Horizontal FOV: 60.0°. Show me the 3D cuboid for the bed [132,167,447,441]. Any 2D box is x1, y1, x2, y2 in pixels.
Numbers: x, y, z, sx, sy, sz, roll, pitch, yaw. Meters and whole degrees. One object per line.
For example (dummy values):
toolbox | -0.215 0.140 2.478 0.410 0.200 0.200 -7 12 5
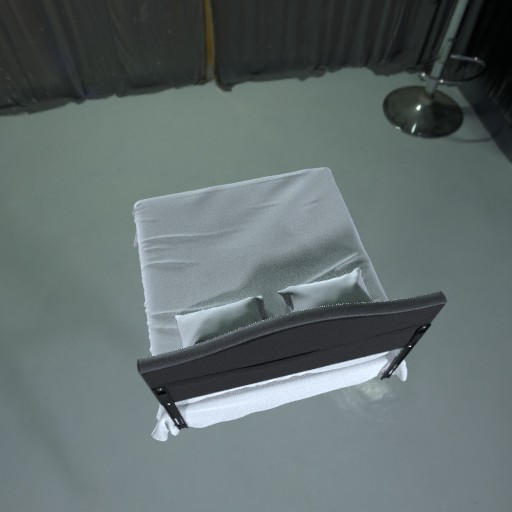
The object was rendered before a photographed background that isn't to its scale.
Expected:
bed | 0.000 0.000 3.771 2.314 1.651 2.219 -11 58 -7
